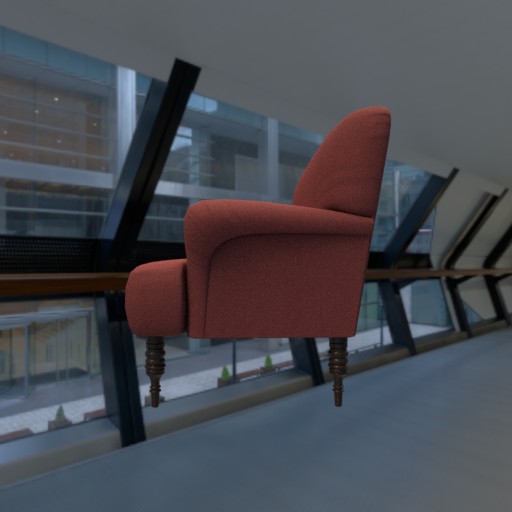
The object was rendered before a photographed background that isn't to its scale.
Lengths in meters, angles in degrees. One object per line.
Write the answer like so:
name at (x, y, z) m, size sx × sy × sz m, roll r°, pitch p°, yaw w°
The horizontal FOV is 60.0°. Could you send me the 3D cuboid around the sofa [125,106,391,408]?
sofa at (0.000, 0.000, 1.843) m, size 0.779 × 0.889 × 1.297 m, roll 0°, pitch 0°, yaw -1°
